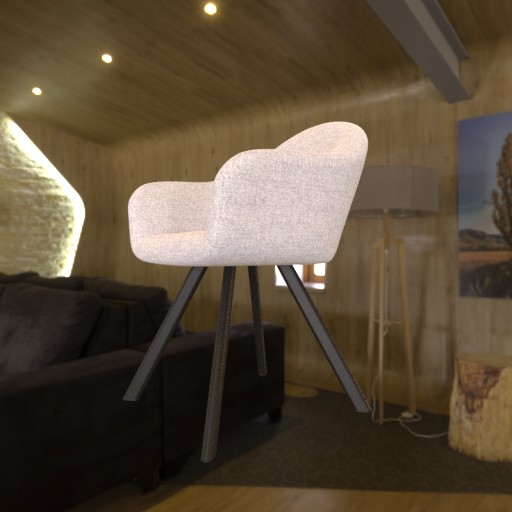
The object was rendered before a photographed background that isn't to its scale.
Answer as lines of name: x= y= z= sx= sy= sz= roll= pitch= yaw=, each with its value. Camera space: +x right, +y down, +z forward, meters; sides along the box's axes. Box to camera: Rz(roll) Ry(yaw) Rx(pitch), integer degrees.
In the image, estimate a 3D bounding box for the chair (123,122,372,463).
chair: x=0.000 y=0.000 z=1.187 sx=0.570 sy=0.780 sz=0.540 roll=0 pitch=0 yaw=-36
